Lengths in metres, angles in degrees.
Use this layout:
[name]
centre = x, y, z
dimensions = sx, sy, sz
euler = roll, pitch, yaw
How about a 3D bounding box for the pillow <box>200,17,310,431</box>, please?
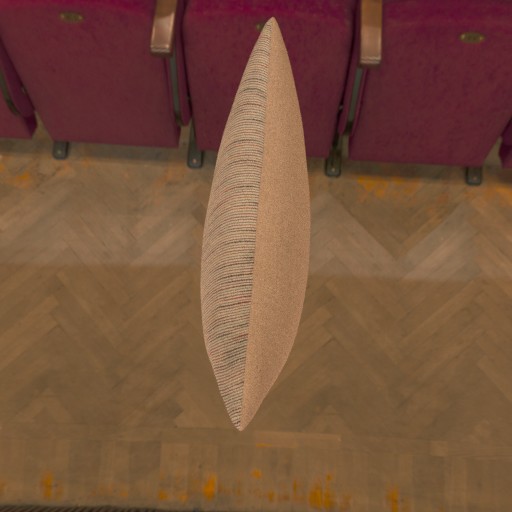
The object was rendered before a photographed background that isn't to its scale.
[pillow]
centre = 0.000, 0.000, 0.747
dimensions = 0.178, 0.506, 0.512
euler = 4, 74, 1
